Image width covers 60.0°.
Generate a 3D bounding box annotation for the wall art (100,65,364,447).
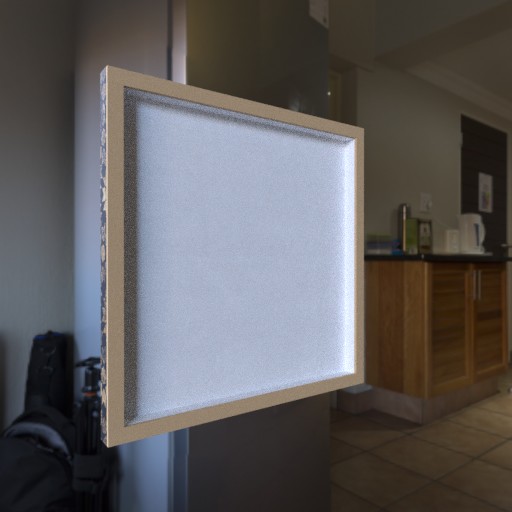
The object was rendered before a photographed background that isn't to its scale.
[{"bbox_3d":[0.000,0.000,0.901,0.612,0.612,0.038,0,0,-36],"label":"wall art"}]
